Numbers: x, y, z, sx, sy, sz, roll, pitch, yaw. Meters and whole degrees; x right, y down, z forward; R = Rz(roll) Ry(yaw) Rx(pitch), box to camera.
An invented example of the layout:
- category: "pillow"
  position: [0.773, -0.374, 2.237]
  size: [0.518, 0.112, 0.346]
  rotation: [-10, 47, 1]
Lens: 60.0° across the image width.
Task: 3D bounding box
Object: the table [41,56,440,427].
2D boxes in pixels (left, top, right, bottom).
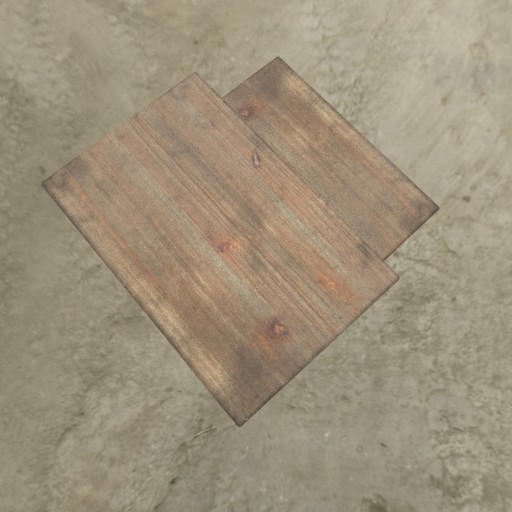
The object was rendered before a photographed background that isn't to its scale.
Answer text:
- category: "table"
  position: [0.000, 0.000, 0.934]
  size: [0.460, 0.615, 0.456]
  rotation: [-38, 78, -10]
